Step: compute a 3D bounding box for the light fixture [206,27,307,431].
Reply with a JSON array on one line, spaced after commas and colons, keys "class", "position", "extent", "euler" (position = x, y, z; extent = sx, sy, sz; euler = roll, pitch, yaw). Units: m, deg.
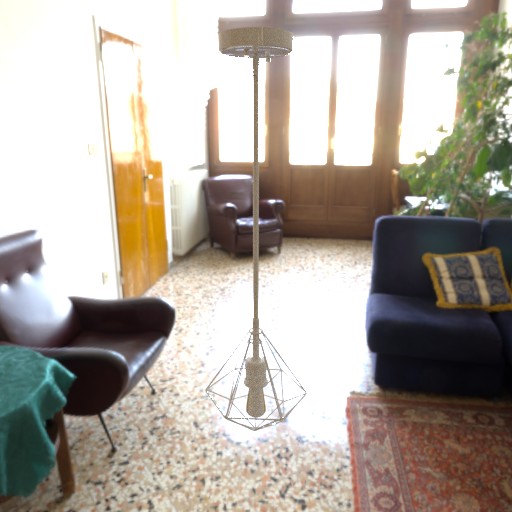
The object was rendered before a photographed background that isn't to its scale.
[{"class": "light fixture", "position": [0.000, 0.000, 1.947], "extent": [0.431, 1.764, 0.487], "euler": [-8, 17, -26]}]
